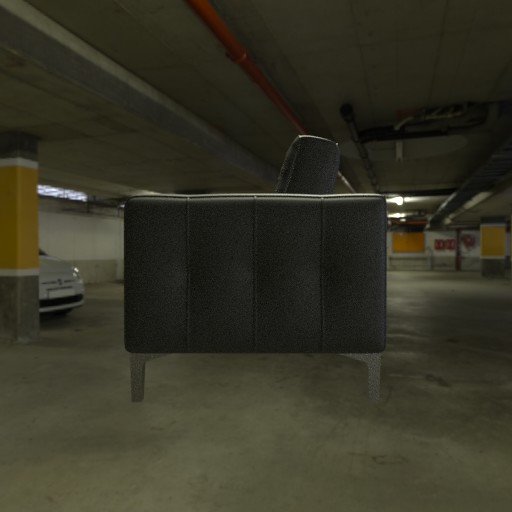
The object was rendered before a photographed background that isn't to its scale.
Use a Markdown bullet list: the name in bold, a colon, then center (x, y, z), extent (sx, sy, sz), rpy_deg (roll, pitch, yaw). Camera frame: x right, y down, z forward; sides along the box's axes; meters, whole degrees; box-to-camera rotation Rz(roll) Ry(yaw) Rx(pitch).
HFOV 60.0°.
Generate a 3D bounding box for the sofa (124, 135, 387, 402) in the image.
- **sofa**: center (0.000, 0.000, 2.197), extent (0.833, 0.892, 1.726), rpy_deg (0, 1, 0)
